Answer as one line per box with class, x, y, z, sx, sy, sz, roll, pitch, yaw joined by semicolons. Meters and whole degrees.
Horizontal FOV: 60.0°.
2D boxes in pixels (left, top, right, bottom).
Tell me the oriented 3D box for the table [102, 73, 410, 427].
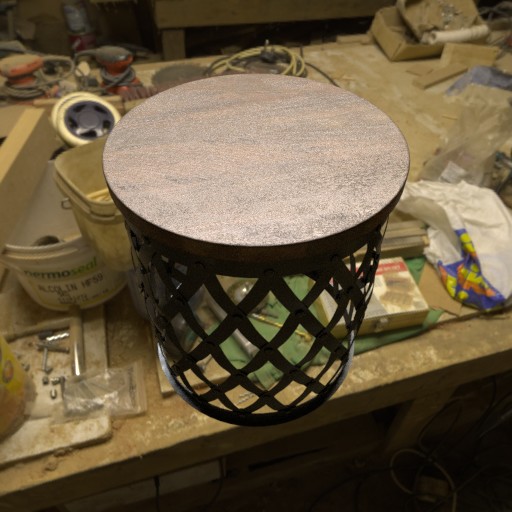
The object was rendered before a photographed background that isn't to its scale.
table;0.000;0.000;0.760;0.405;0.454;0.405;0;47;0
